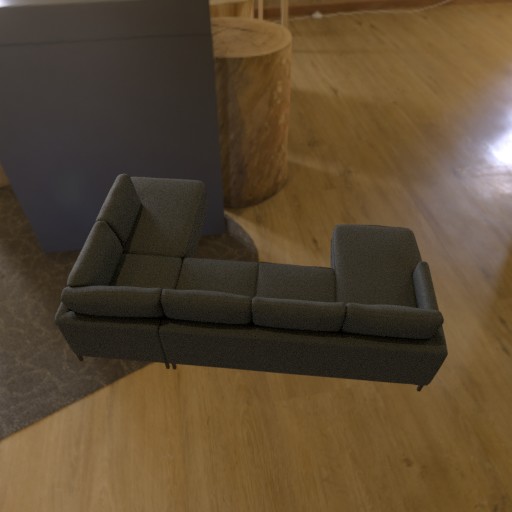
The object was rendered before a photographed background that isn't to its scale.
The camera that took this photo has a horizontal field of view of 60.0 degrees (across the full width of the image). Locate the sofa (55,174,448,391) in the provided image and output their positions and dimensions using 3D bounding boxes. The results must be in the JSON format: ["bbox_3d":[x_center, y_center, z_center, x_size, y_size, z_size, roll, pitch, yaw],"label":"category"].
[{"bbox_3d":[0.000,0.000,4.037,2.975,0.858,1.984,4,48,4],"label":"sofa"}]
